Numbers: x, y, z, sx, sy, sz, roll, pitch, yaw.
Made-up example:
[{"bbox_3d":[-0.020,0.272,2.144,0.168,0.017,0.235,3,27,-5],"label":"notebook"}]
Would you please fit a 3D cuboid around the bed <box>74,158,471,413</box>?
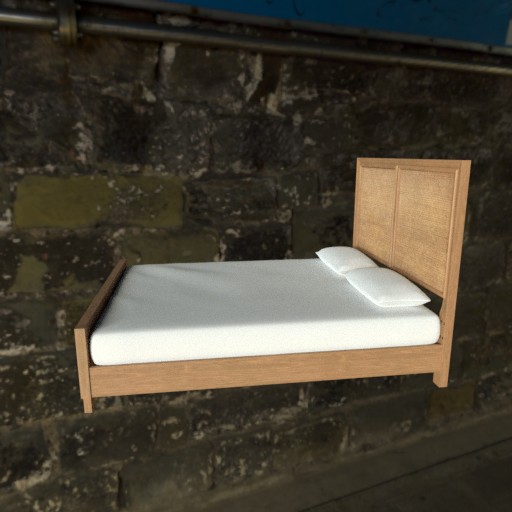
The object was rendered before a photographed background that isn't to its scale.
[{"bbox_3d":[0.000,0.000,3.242,2.184,1.387,1.606,-2,13,-8],"label":"bed"}]
